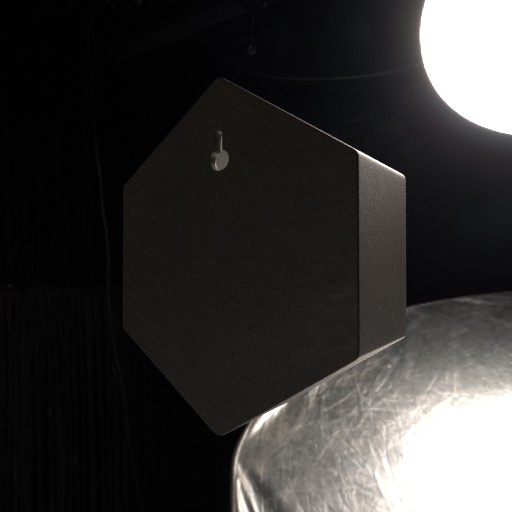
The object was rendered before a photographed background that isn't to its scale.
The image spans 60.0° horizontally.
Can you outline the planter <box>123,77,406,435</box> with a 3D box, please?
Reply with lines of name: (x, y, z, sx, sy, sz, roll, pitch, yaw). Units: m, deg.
planter: (0.000, 0.000, 0.286, 0.169, 0.206, 0.077, -1, -1, 35)
